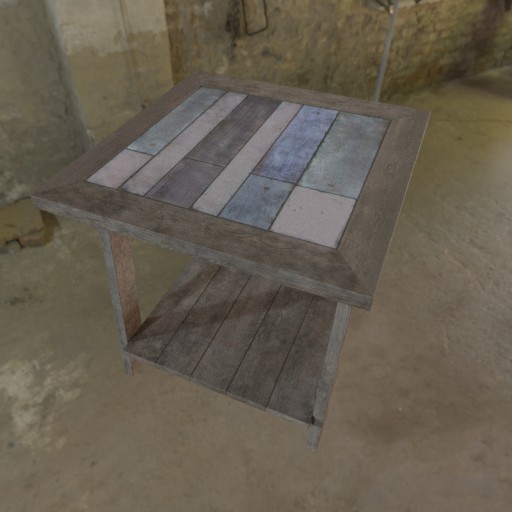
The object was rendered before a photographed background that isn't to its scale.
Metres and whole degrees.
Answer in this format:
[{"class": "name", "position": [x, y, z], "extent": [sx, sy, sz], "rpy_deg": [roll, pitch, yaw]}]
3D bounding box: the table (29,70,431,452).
[{"class": "table", "position": [0.000, 0.000, 1.107], "extent": [0.610, 0.610, 0.610], "rpy_deg": [16, 46, 16]}]
